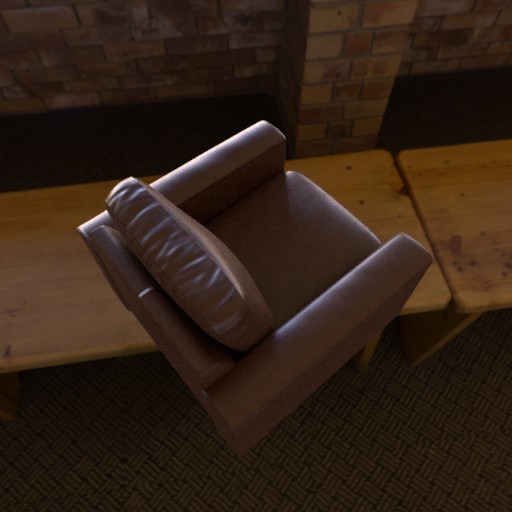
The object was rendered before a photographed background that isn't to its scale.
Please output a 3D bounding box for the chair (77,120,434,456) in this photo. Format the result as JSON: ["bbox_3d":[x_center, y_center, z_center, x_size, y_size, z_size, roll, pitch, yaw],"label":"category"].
[{"bbox_3d":[0.000,0.000,1.812,1.016,0.873,1.005,-36,65,-20],"label":"chair"}]
